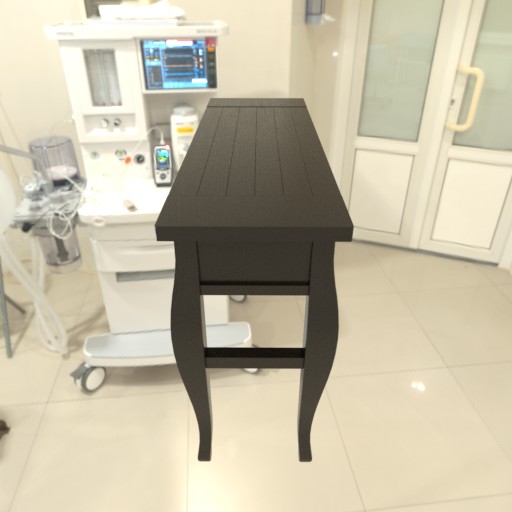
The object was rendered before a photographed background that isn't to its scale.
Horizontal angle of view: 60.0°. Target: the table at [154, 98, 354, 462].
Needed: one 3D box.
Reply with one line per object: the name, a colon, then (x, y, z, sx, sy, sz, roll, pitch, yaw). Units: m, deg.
table: (0.000, 0.000, 1.442, 0.373, 0.768, 1.062, 0, 31, 0)
